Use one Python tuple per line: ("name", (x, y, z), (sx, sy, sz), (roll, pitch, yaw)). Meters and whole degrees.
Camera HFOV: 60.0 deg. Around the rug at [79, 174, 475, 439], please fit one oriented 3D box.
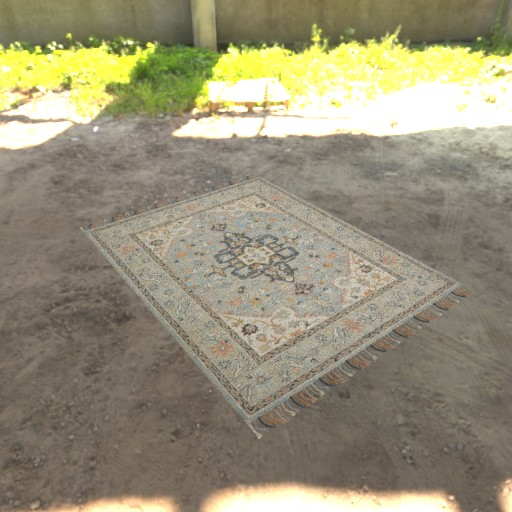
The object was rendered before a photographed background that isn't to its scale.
("rug", (0.000, 0.000, 2.326), (1.278, 0.009, 1.730), (-23, 40, -30))
